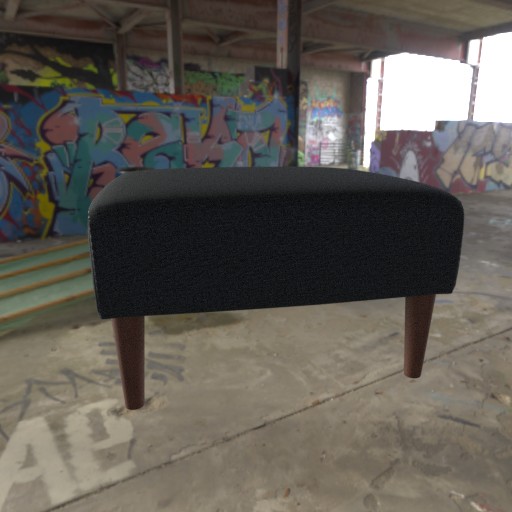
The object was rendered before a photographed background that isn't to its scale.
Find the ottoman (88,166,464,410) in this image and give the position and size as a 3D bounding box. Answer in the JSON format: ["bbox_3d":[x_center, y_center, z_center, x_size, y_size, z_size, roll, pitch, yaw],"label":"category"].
[{"bbox_3d":[0.000,0.000,1.053,0.650,0.398,0.649,-3,15,-11],"label":"ottoman"}]
